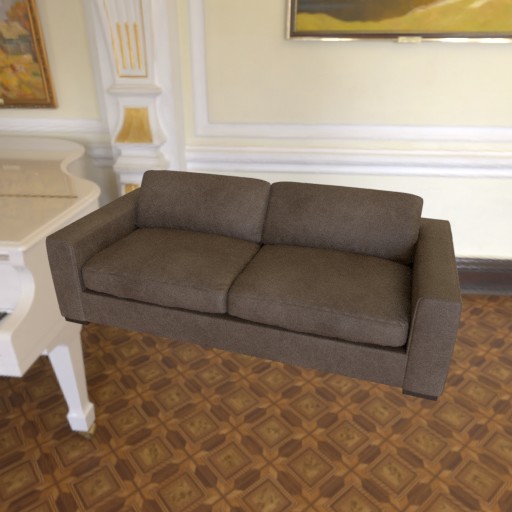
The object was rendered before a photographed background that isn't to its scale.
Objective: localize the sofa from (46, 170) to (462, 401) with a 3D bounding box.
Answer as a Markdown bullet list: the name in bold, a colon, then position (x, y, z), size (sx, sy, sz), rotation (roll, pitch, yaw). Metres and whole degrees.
- **sofa**: position (0.000, 0.000, 2.751), size (2.262, 0.801, 1.070), rotation (8, 27, 16)
